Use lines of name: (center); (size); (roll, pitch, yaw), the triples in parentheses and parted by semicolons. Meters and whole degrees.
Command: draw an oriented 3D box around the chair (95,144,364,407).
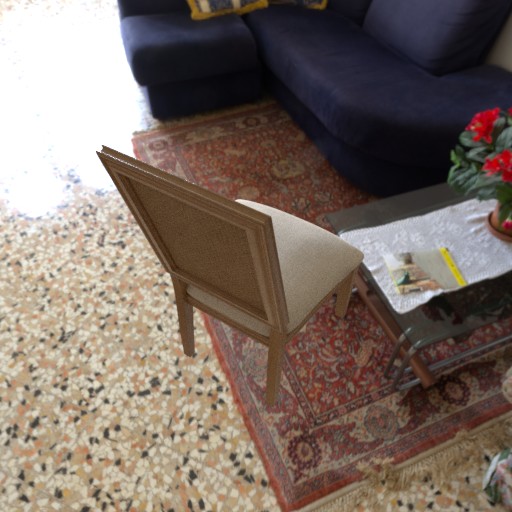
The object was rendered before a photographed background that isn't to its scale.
chair: (0.000, 0.000, 1.382); (0.536, 0.988, 0.601); (25, 53, 21)
